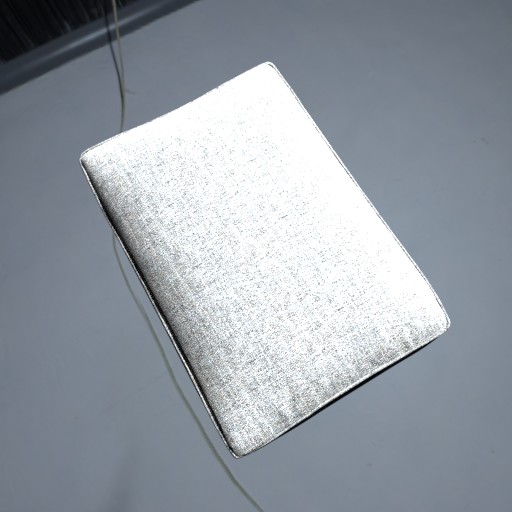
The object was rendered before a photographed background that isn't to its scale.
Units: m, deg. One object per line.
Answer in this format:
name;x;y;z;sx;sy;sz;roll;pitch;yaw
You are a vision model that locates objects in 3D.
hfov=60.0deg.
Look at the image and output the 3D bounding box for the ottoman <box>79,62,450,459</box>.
ottoman;0.000;0.000;0.996;0.508;0.406;0.686;-29;76;-8
